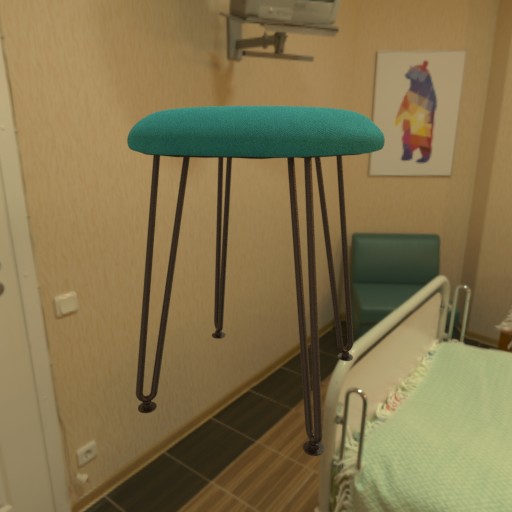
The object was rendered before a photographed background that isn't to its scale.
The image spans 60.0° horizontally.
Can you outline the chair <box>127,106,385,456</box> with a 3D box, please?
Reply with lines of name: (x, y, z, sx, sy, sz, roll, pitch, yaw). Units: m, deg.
chair: (0.000, 0.000, 0.674, 0.350, 0.430, 0.350, 2, 17, 8)
